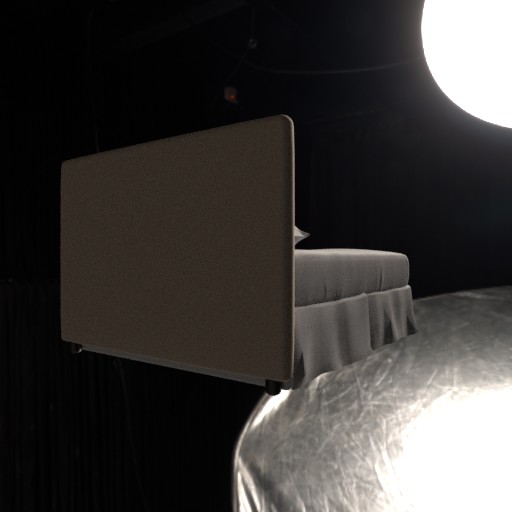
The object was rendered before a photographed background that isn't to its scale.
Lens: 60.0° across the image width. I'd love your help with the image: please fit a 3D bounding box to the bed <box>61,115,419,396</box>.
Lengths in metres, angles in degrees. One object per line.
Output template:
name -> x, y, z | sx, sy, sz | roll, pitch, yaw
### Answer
bed -> 0.000, 0.000, 3.396 | 1.884, 1.330, 2.142 | 0, 0, 35
